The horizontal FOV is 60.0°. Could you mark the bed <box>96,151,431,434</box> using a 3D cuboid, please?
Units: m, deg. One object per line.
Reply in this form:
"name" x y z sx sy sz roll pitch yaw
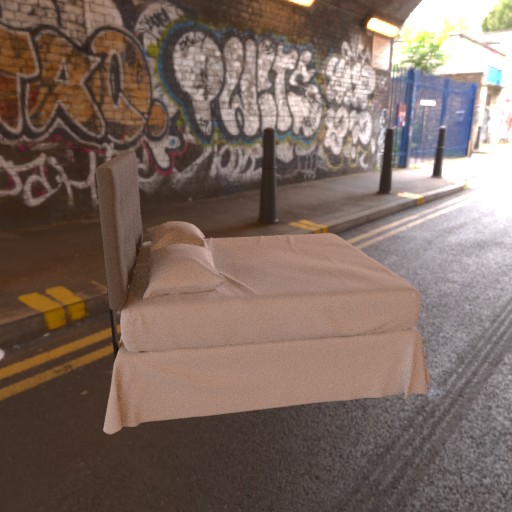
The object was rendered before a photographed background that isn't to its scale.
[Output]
"bed" 0.000 0.000 3.540 2.222 1.577 1.936 -3 17 -10
